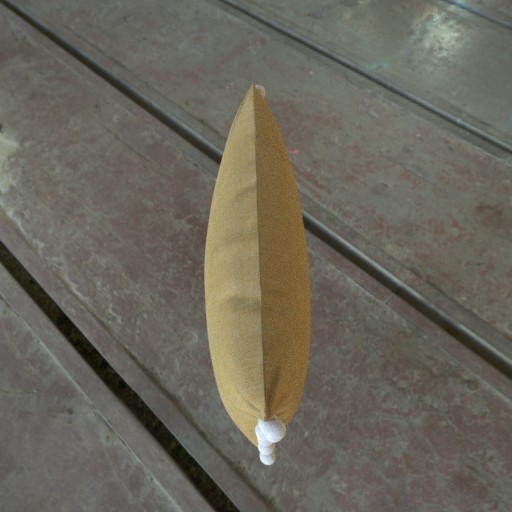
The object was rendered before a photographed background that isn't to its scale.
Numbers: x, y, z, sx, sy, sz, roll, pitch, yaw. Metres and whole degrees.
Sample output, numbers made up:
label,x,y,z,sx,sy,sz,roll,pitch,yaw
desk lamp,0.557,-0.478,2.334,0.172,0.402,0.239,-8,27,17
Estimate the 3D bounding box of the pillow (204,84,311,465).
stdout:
label,x,y,z,sx,sy,sz,roll,pitch,yaw
pillow,0.000,0.000,0.847,0.201,0.322,0.709,-1,57,-1
